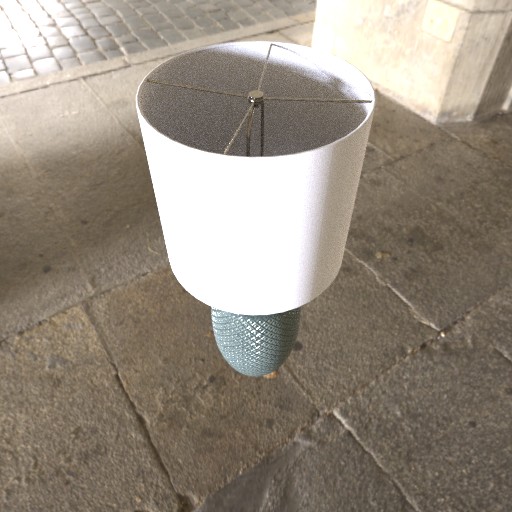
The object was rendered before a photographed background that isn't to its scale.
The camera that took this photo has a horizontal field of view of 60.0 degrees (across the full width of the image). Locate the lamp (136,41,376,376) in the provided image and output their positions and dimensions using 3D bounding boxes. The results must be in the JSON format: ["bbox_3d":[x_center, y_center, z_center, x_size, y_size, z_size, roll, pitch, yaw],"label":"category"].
[{"bbox_3d":[0.000,0.000,0.573,0.217,0.453,0.217,8,48,8],"label":"lamp"}]
